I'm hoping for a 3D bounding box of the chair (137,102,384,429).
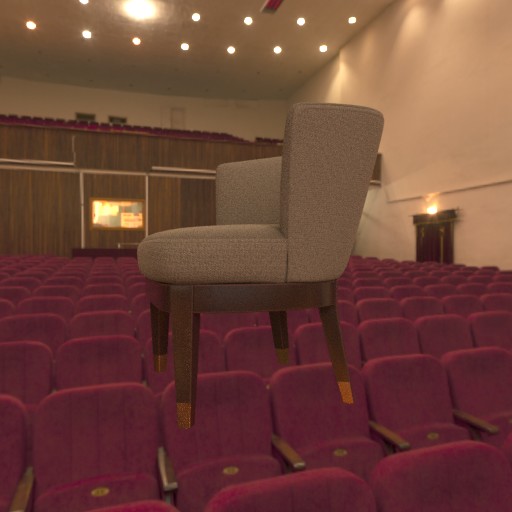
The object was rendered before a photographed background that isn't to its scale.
[{"bbox_3d":[0.000,0.000,1.296,0.660,0.760,0.700,0,0,-19],"label":"chair"}]
